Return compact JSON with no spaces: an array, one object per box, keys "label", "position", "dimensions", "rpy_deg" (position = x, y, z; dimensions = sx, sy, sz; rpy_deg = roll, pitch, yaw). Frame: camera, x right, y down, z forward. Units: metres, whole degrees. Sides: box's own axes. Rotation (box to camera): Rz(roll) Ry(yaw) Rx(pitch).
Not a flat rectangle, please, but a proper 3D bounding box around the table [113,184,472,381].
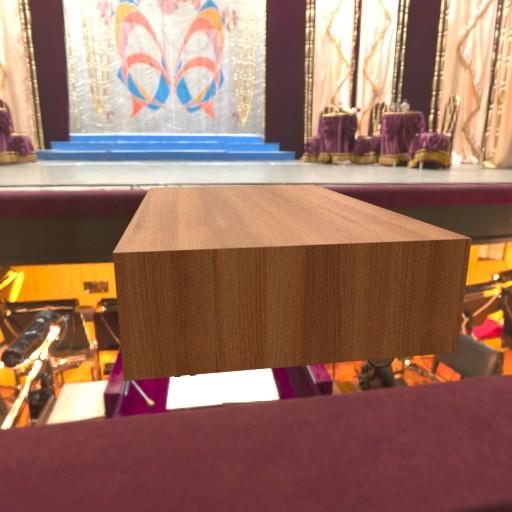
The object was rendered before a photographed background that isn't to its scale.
[{"label":"table","position":[0.000,0.000,1.407],"dimensions":[0.700,0.330,1.100],"rpy_deg":[-2,15,-9]}]
